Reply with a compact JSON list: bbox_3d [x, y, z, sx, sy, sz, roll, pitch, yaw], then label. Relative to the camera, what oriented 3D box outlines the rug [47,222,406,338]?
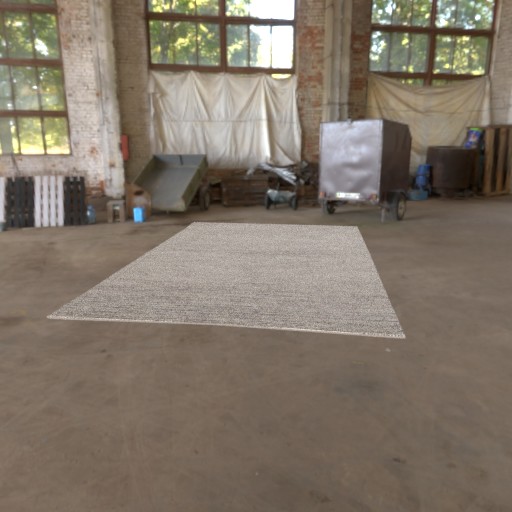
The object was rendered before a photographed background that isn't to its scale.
[{"bbox_3d":[0.000,0.000,2.264,1.162,0.022,1.804,2,15,8],"label":"rug"}]
